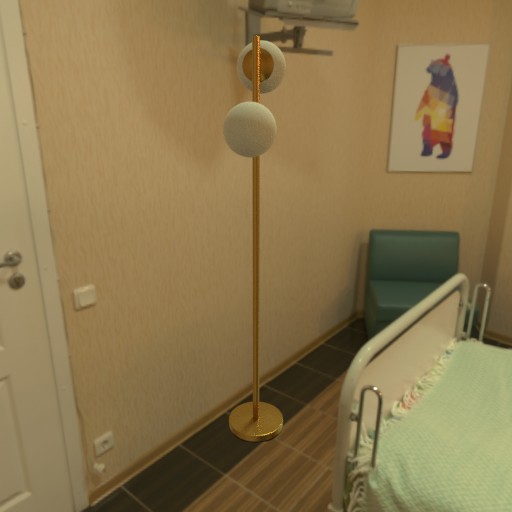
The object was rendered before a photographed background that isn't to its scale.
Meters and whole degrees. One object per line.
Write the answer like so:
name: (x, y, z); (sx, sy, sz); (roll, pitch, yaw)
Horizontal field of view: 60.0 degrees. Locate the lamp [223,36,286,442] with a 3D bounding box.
lamp: (0.000, 0.000, 1.816); (0.249, 1.641, 0.419); (3, 17, 10)
